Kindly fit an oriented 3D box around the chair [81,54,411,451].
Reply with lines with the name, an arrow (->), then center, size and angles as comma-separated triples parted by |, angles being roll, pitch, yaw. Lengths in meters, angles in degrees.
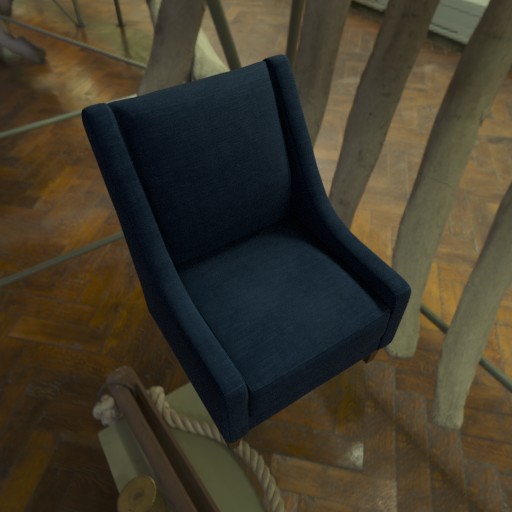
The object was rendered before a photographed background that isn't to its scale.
chair -> 0.000, 0.000, 1.603 | 0.774, 1.014, 0.870 | -25, 51, -22
